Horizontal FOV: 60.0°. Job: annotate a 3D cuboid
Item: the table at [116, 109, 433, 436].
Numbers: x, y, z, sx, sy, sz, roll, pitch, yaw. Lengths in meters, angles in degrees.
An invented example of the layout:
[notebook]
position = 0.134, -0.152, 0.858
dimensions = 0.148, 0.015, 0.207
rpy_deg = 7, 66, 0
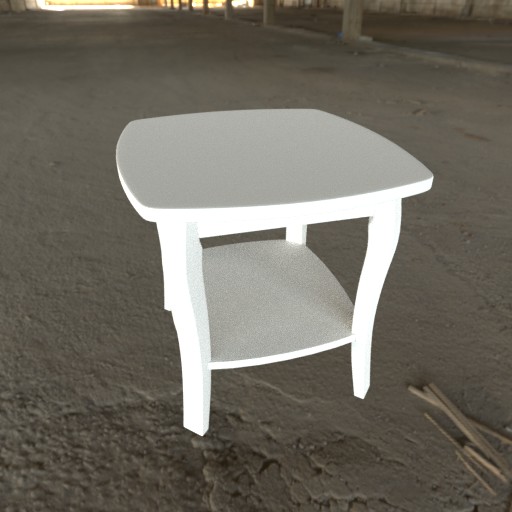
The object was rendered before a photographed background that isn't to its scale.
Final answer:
[table]
position = 0.000, 0.000, 0.851
dimensions = 0.451, 0.438, 0.502
rpy_deg = -8, 31, -13
